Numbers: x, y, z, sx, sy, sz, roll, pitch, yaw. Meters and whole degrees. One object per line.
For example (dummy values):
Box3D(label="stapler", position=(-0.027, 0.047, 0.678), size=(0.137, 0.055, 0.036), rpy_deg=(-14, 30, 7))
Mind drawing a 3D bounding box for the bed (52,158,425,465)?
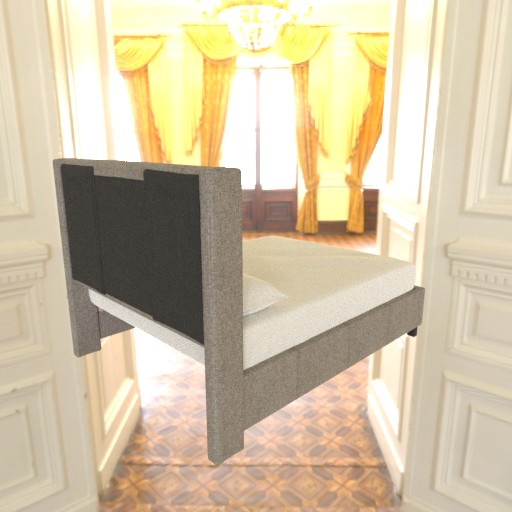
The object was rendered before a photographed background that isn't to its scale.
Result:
Box3D(label="bed", position=(0.000, 0.000, 3.383), size=(2.245, 1.481, 1.714), rpy_deg=(-14, 20, -43))
